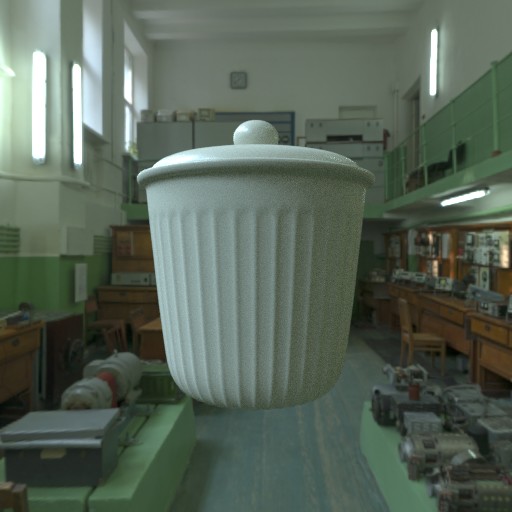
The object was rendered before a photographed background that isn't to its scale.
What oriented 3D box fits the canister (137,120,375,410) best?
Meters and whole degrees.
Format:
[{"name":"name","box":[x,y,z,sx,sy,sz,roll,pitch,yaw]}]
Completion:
[{"name":"canister","box":[0.000,0.000,0.350,0.181,0.211,0.181,0,1,0]}]
